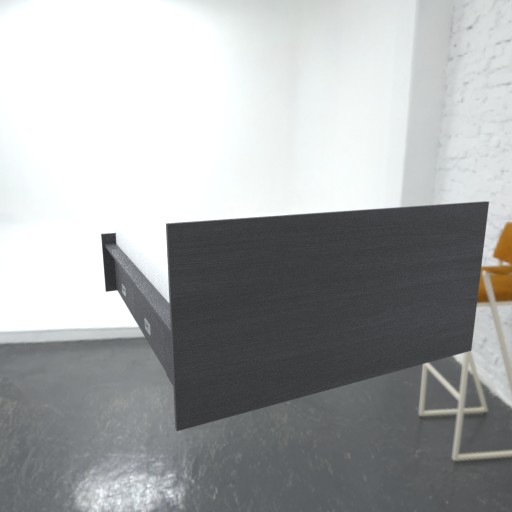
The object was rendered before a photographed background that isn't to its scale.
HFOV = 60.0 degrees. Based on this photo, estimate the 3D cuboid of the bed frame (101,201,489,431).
[{"bbox_3d":[0.000,0.000,2.805,1.622,0.800,1.960,-6,15,-25],"label":"bed frame"}]
